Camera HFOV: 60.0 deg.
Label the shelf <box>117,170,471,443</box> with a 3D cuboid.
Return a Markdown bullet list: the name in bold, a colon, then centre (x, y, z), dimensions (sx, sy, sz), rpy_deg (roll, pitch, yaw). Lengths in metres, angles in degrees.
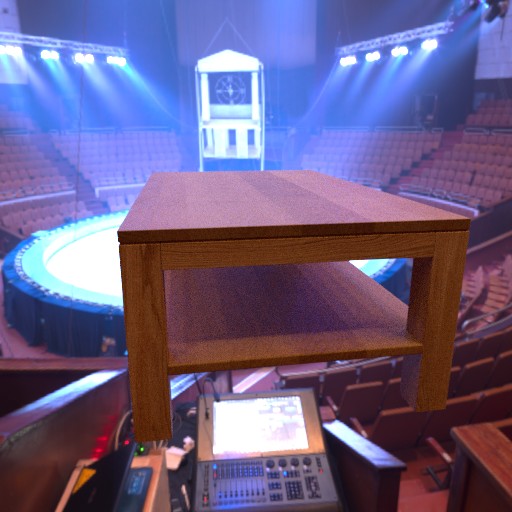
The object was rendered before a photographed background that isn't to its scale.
- **shelf**: centre (0.000, 0.000, 1.456), dimensions (0.700, 0.450, 1.150), rpy_deg (-3, 16, -9)
